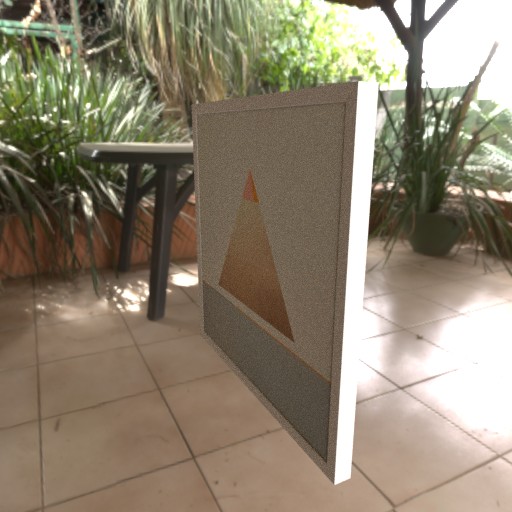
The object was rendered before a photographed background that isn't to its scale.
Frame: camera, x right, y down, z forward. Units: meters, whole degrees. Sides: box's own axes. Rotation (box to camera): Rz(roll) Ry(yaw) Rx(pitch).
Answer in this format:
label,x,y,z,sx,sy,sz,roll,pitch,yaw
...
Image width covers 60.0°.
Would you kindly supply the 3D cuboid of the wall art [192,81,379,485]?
label,x,y,z,sx,sy,sz,roll,pitch,yaw
wall art,0.000,0.000,1.128,0.041,0.765,0.768,-8,18,-26
